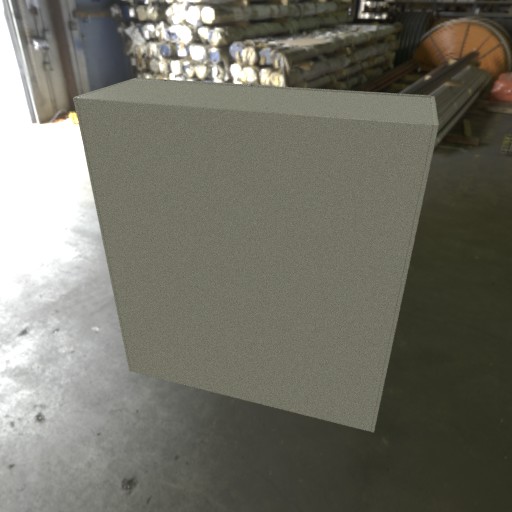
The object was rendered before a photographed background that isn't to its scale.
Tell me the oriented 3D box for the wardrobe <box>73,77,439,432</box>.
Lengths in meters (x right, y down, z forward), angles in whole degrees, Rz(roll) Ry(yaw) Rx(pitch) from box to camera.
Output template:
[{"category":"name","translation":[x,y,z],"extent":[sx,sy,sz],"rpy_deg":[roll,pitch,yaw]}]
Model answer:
[{"category":"wardrobe","translation":[0.000,0.000,2.817],"extent":[1.780,1.960,0.629],"rpy_deg":[9,32,15]}]
